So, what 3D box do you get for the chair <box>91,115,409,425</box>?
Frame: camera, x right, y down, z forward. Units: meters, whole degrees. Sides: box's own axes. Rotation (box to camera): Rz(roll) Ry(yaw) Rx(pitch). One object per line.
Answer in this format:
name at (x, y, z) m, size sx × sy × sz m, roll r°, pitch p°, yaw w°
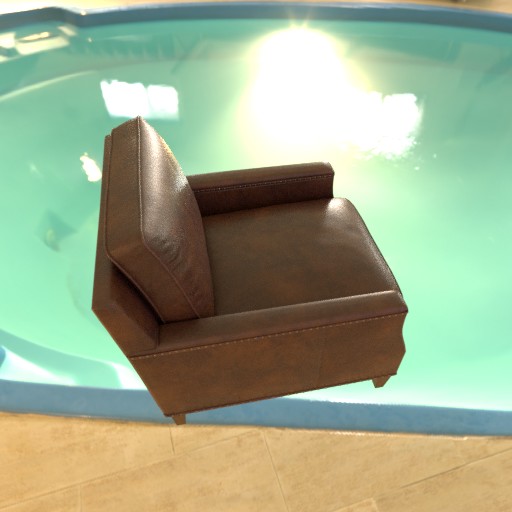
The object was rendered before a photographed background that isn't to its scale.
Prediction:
chair at (0.000, 0.000, 1.710) m, size 1.014 × 0.929 × 0.853 m, roll -8°, pitch 47°, yaw -8°
